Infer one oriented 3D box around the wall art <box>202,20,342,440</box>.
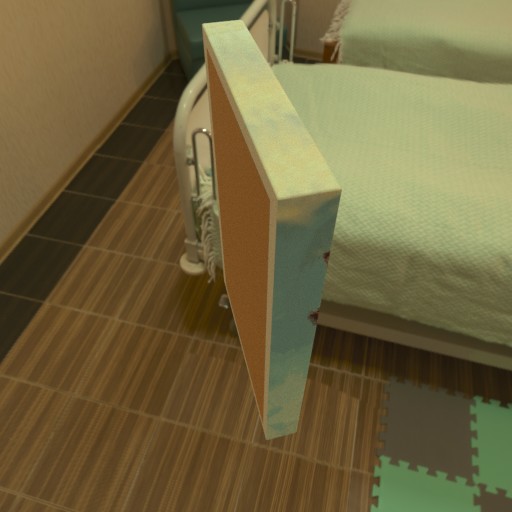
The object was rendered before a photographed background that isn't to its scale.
[{"bbox_3d":[0.000,0.000,0.471,0.039,0.380,0.251,-11,49,-9],"label":"wall art"}]
